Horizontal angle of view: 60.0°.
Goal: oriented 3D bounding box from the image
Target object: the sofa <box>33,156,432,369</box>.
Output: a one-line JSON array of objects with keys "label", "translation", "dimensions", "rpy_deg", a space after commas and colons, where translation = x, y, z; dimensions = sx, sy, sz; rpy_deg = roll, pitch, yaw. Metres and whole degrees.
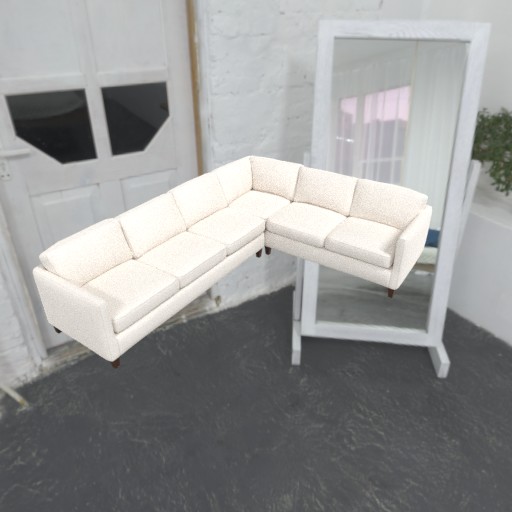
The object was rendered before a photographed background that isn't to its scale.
[{"label": "sofa", "translation": [0.000, 0.000, 4.511], "dimensions": [2.593, 0.947, 3.302], "rpy_deg": [20, 36, 29]}]
